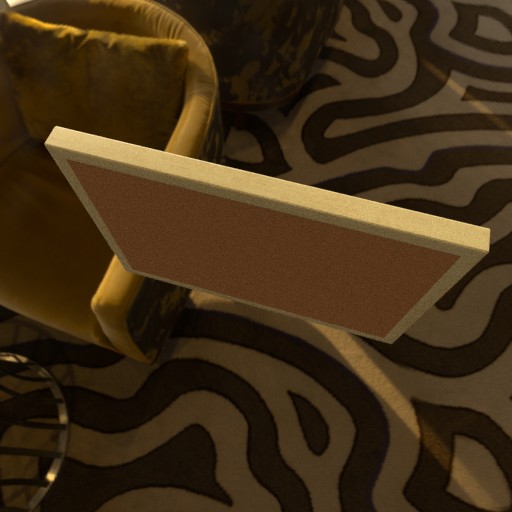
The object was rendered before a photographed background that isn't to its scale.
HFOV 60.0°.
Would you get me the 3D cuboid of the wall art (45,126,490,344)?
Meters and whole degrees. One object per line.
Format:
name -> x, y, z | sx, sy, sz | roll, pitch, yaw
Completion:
wall art -> 0.000, 0.000, 0.689 | 0.533, 0.381, 0.032 | 15, 65, 7
